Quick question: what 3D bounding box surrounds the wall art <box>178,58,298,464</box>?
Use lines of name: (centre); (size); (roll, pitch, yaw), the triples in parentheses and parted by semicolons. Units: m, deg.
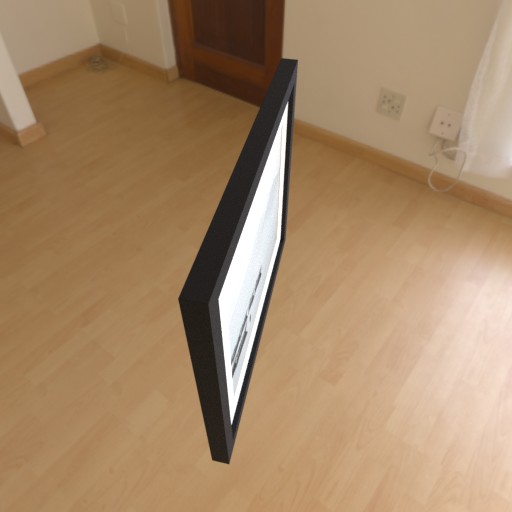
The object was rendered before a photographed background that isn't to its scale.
wall art: (0.000, 0.000, 0.775); (0.030, 0.454, 0.554); (9, 48, 9)
